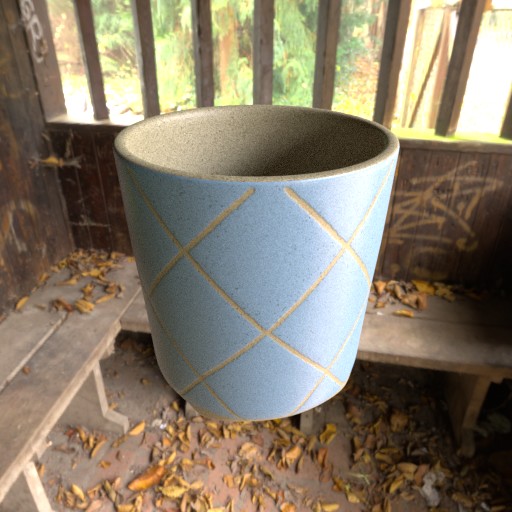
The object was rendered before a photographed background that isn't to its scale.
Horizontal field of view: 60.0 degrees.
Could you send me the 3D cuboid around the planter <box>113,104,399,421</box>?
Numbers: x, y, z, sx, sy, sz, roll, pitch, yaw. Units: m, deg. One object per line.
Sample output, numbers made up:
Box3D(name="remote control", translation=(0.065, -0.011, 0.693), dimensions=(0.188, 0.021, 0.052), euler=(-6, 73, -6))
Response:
Box3D(name="planter", translation=(0.000, 0.000, 0.422), dimensions=(0.227, 0.235, 0.227), euler=(0, 30, 0))
